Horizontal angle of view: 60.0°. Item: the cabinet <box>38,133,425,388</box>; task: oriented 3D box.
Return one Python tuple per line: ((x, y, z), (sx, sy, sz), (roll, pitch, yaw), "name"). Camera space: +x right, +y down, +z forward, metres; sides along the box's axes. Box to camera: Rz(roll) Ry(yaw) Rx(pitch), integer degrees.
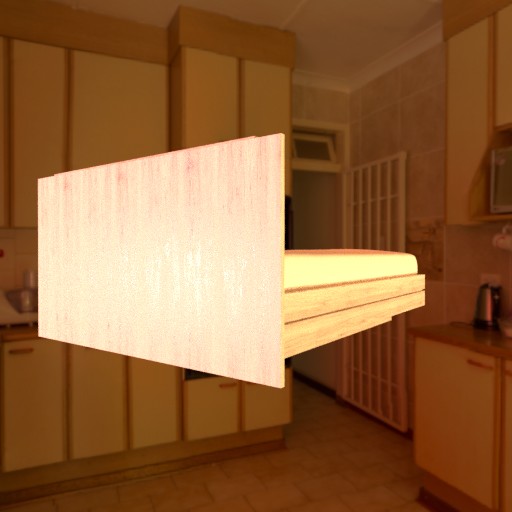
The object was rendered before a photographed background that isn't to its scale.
((0.000, 0.000, 3.012), (1.750, 0.970, 2.080), (0, 1, 36), "cabinet")
